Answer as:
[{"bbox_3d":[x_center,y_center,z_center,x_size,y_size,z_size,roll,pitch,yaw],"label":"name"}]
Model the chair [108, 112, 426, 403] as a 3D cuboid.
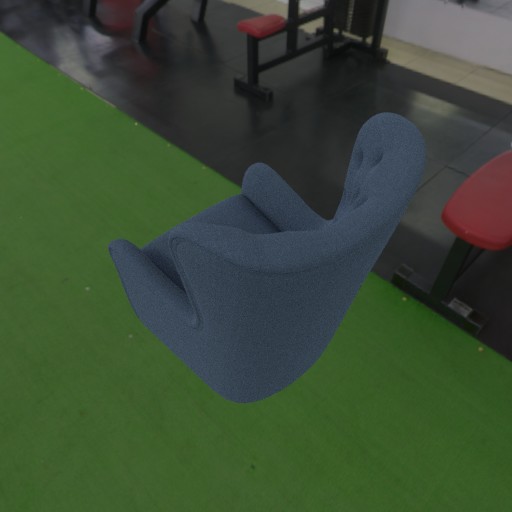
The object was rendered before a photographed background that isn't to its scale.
[{"bbox_3d":[0.000,0.000,1.705,0.831,1.079,0.930,-34,55,-28],"label":"chair"}]
